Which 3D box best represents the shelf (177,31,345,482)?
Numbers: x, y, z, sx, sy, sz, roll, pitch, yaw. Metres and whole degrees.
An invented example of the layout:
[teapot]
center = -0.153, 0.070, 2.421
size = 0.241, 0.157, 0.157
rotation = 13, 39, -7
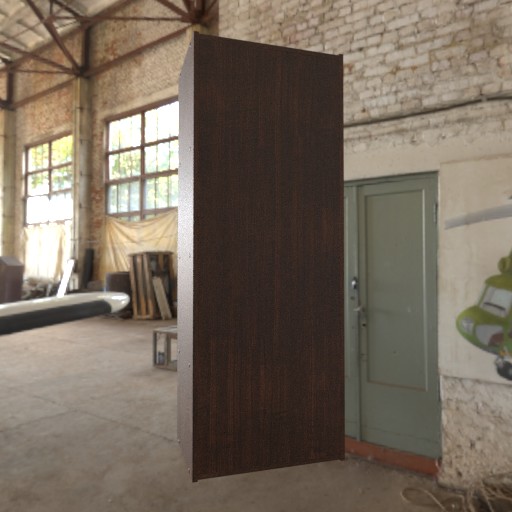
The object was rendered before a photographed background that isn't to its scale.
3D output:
[shelf]
center = 0.000, 0.000, 1.276
size = 0.415, 1.099, 0.290
rotation = 0, -1, -17
